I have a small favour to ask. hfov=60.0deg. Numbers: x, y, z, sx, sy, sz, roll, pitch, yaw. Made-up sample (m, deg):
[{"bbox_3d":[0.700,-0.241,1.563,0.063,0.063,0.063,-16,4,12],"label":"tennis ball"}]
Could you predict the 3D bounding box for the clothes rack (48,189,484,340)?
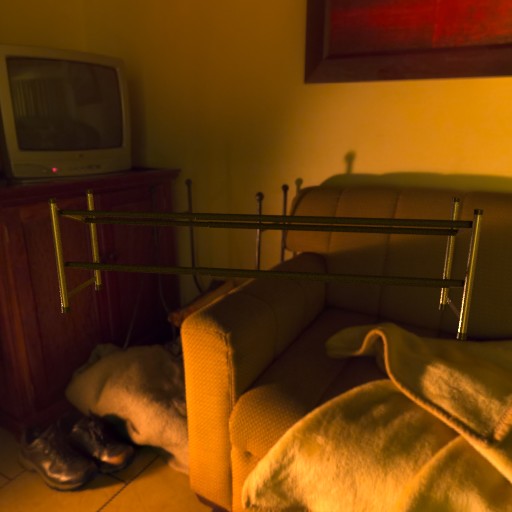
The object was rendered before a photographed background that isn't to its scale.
[{"bbox_3d":[0.000,0.000,1.322,1.168,0.349,0.229,2,16,9],"label":"clothes rack"}]
